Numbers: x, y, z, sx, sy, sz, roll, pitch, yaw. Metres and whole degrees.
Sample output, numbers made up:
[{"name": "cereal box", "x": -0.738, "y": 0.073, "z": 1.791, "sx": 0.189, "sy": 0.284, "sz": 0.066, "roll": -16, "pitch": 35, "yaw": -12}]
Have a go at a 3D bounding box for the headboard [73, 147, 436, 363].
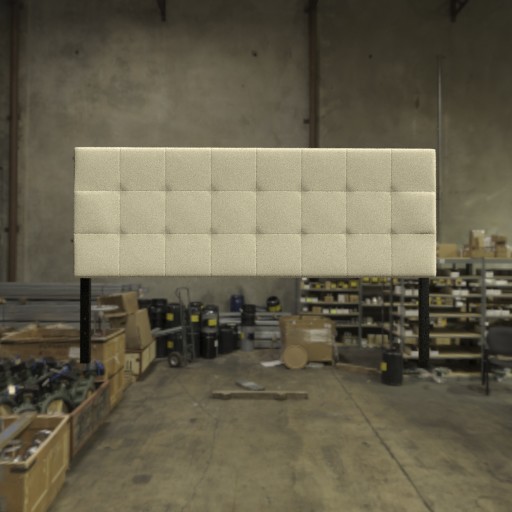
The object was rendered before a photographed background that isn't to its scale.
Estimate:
[{"name": "headboard", "x": 0.000, "y": 0.000, "z": 2.914, "sx": 2.362, "sy": 1.410, "sz": 0.120, "roll": 0, "pitch": -1, "yaw": -1}]
